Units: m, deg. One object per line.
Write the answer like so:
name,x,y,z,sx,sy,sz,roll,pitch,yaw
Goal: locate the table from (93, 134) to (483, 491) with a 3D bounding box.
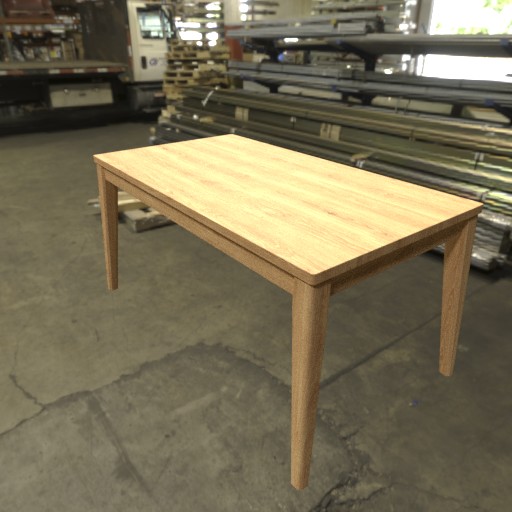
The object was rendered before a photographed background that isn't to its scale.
table,0.000,0.000,2.040,0.900,0.760,1.600,-19,32,-33
